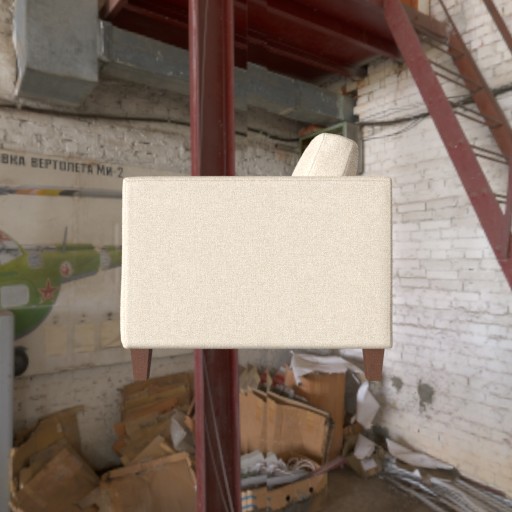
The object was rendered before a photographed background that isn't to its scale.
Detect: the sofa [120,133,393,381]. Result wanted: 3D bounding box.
[{"bbox_3d":[0.000,0.000,2.478,0.965,0.889,1.981,0,0,0],"label":"sofa"}]
